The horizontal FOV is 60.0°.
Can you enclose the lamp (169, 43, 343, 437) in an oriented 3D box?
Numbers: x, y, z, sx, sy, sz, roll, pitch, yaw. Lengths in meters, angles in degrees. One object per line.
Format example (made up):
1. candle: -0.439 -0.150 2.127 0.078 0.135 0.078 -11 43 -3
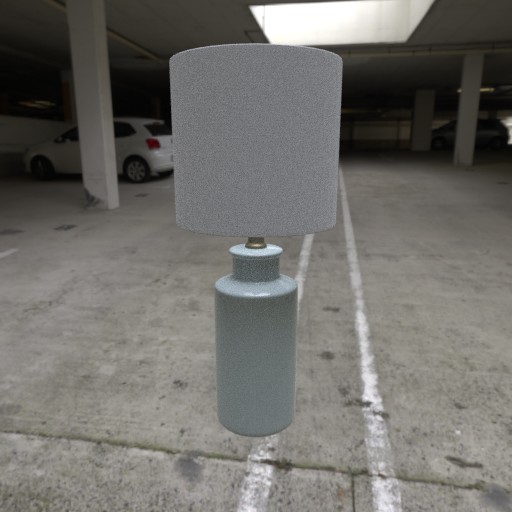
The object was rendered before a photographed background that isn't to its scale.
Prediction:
1. lamp: 0.000 0.000 0.609 0.212 0.493 0.212 2 14 9
